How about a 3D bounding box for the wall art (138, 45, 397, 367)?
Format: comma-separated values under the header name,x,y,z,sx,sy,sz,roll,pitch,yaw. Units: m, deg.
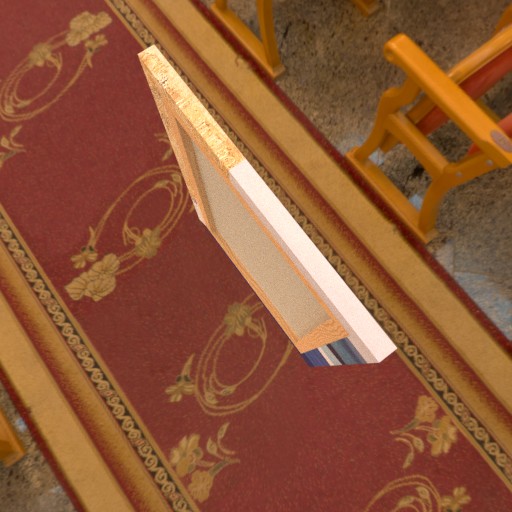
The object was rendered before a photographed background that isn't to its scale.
name,x,y,z,sx,sy,sz,roll,pitch,yaw
wall art,0.000,0.000,0.798,0.026,0.613,0.458,-36,78,-9
